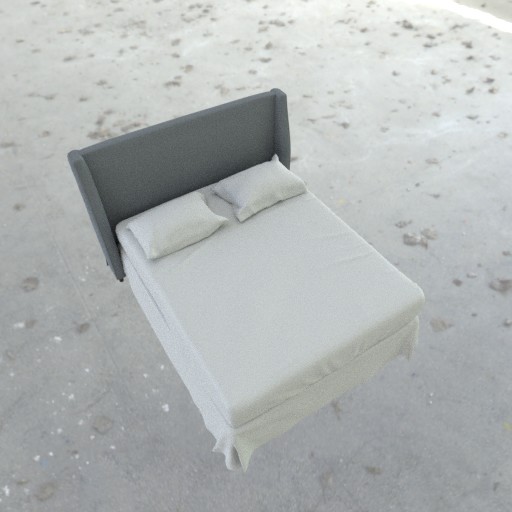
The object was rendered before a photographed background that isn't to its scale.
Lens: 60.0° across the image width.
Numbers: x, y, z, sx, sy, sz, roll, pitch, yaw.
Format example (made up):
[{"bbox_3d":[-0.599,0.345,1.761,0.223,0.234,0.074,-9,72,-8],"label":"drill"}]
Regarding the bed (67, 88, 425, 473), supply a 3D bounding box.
[{"bbox_3d":[0.000,0.000,3.450,1.925,1.332,2.276,-25,52,-21],"label":"bed"}]
